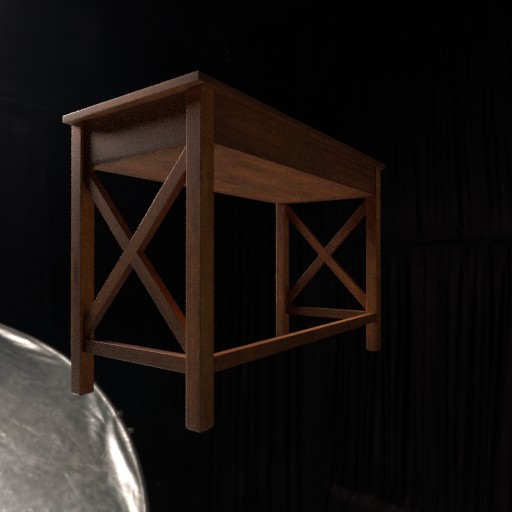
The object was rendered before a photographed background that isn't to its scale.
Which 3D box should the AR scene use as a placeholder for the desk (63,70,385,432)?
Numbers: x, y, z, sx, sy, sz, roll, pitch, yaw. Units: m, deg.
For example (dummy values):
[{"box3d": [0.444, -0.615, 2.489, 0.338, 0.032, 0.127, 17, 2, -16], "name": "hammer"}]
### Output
[{"box3d": [0.000, 0.000, 1.519, 0.508, 0.762, 1.117, 0, -1, 36], "name": "desk"}]
